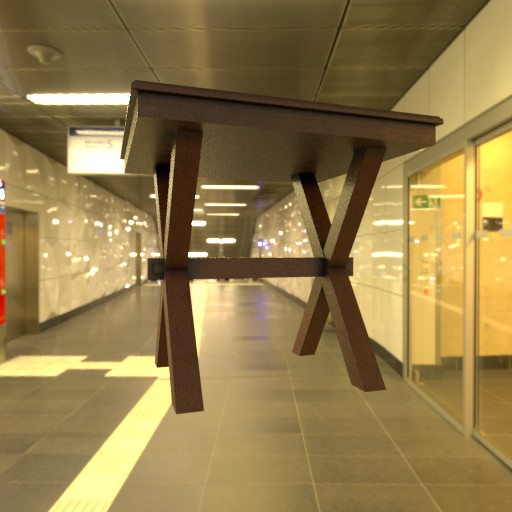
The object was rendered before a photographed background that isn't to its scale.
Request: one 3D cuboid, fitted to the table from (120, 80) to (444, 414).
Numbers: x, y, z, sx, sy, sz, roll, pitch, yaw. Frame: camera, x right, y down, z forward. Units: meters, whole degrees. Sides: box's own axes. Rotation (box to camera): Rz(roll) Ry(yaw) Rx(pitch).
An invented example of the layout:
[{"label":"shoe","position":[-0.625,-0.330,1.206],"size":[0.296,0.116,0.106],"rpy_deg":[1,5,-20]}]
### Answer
[{"label":"table","position":[0.000,0.000,1.057],"size":[0.602,0.562,0.560],"rpy_deg":[0,1,-19]}]
